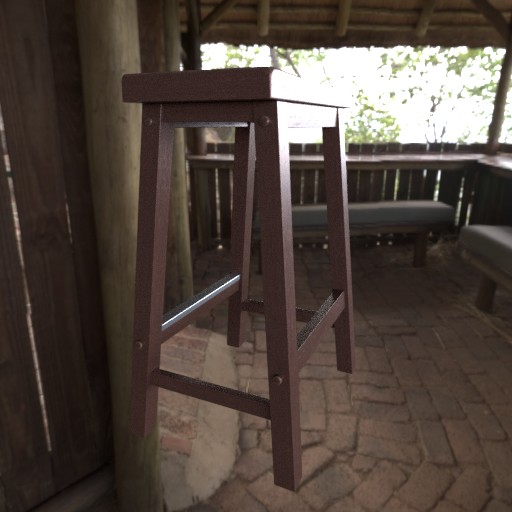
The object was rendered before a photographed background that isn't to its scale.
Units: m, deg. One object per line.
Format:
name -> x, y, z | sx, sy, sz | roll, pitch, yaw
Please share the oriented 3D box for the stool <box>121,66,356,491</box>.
stool -> 0.000, 0.000, 0.834 | 0.322, 0.610, 0.406 | 8, 18, 24
